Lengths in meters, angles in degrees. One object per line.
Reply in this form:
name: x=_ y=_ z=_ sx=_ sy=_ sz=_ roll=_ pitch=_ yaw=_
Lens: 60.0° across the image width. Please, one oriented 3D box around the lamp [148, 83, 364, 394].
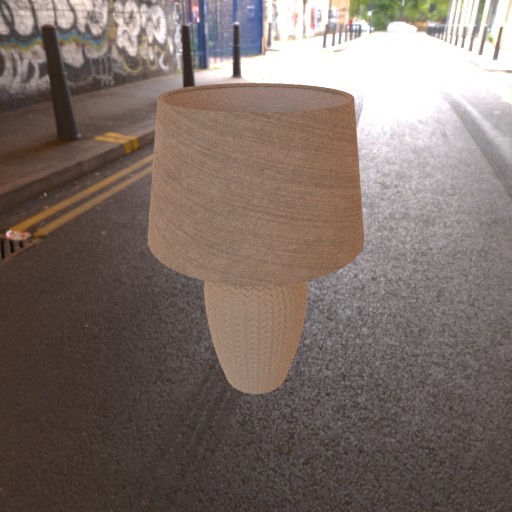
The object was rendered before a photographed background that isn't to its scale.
lamp: x=0.000 y=0.000 z=0.841 sx=0.390 sy=0.580 sz=0.390 roll=0 pitch=28 yaw=0
